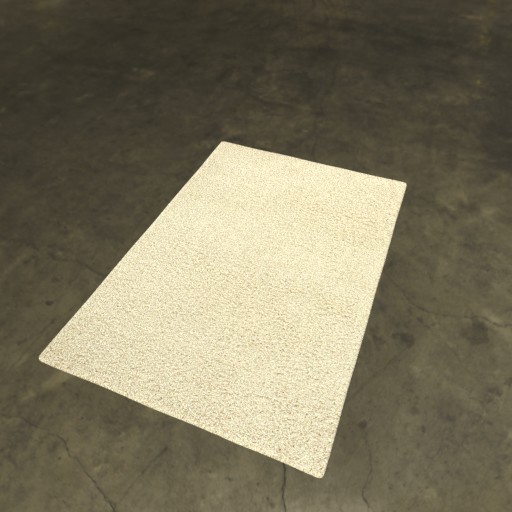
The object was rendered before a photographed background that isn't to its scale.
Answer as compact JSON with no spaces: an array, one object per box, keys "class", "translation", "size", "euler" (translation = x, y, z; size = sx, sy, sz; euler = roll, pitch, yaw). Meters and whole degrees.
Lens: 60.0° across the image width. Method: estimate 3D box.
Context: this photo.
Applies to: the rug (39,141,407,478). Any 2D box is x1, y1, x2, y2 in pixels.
[{"class":"rug","translation":[0.000,0.000,2.236],"size":[1.219,0.030,1.778],"euler":[16,48,15]}]
